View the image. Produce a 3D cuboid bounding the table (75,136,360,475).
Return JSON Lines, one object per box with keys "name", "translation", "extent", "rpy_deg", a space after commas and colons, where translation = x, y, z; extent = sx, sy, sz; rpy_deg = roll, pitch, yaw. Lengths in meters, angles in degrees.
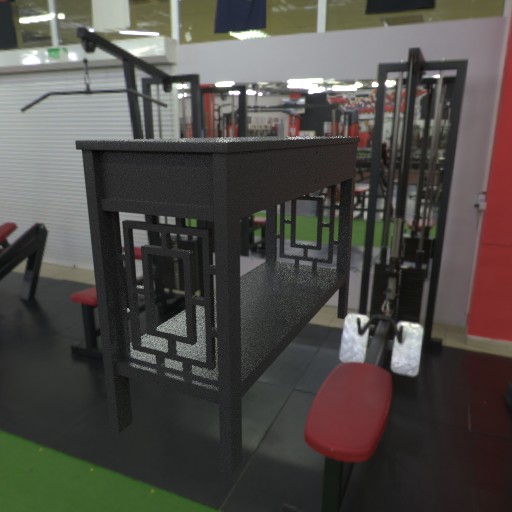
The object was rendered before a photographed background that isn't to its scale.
{"name": "table", "translation": [0.000, 0.000, 1.466], "extent": [0.397, 0.753, 1.068], "rpy_deg": [7, 17, 25]}
